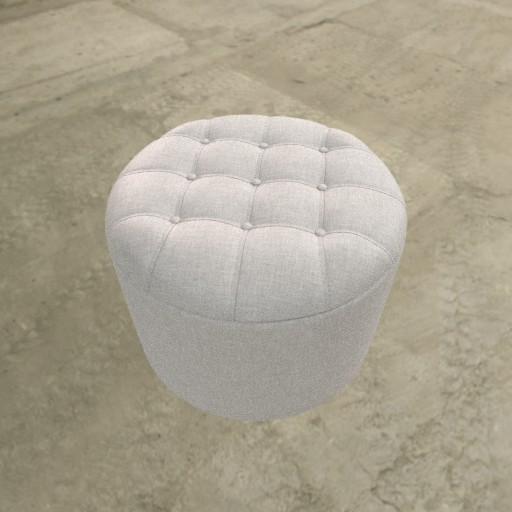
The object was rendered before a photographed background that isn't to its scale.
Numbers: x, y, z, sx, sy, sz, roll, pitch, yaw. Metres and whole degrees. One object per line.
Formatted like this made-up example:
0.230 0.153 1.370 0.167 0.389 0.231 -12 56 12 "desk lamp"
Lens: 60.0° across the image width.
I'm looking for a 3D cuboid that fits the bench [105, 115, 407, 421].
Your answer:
0.000 0.000 1.011 0.600 0.453 0.600 0 47 0 "bench"
